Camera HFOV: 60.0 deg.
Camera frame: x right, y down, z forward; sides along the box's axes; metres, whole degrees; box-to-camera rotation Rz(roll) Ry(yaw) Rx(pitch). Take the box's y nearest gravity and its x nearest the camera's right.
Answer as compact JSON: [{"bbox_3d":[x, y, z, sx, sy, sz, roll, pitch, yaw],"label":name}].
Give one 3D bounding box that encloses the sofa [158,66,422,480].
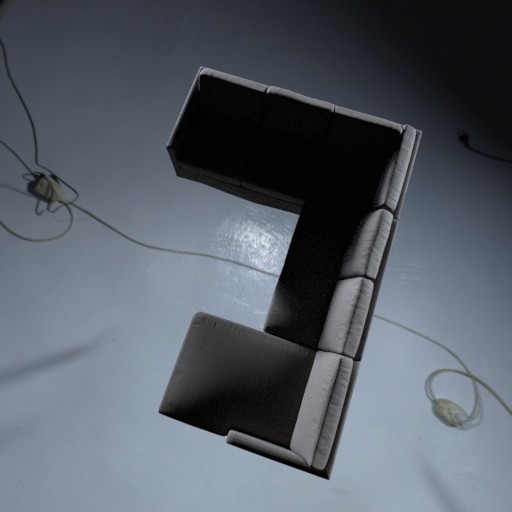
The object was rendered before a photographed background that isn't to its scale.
[{"bbox_3d":[0.000,0.000,4.425,2.427,0.882,3.460,18,76,5],"label":"sofa"}]
